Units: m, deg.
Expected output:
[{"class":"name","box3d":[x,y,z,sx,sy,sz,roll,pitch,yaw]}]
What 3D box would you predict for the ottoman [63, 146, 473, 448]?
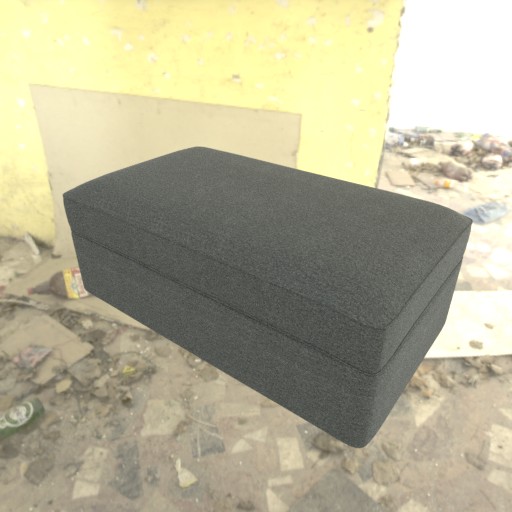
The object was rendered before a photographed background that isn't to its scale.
[{"class":"ottoman","box3d":[0.000,0.000,1.510,1.173,0.494,0.681,21,36,32]}]
